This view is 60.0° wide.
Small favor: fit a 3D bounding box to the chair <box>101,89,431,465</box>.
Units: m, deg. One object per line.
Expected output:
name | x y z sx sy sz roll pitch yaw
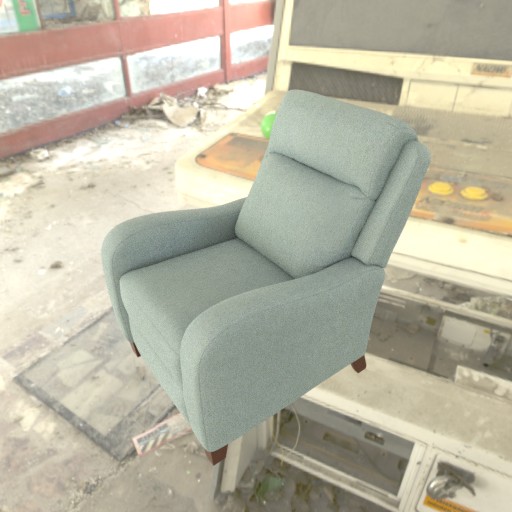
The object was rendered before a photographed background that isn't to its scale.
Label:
chair | 0.000 0.000 1.732 0.988 1.067 0.785 -22 40 -30
